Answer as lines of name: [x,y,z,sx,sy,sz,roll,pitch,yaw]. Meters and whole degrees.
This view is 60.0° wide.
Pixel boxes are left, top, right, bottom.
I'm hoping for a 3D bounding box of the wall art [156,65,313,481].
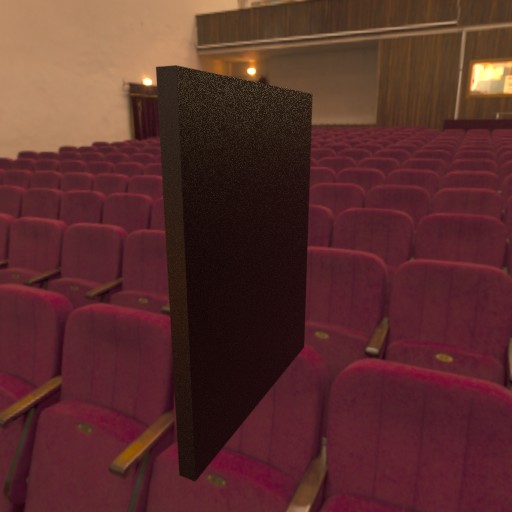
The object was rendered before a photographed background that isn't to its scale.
wall art: [0.000,0.000,0.767,0.028,0.557,0.457,8,18,25]
